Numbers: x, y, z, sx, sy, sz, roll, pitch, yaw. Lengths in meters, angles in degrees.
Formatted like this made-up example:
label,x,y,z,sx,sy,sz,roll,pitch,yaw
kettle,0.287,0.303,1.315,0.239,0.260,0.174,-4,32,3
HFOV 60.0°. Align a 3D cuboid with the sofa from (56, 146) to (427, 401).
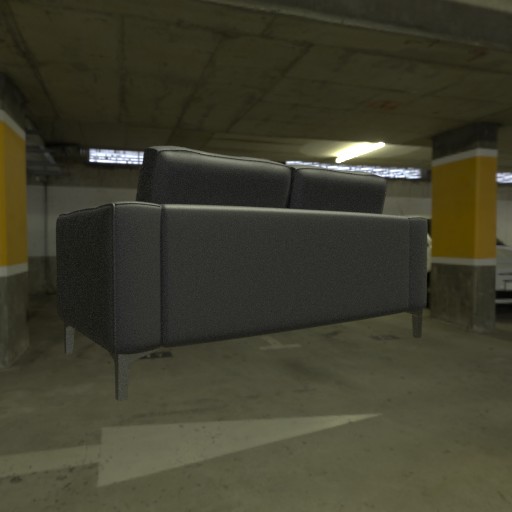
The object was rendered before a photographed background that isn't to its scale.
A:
label,x,y,z,sx,sy,sz,roll,pitch,yaw
sofa,0.000,0.000,2.214,1.726,0.892,0.833,-1,2,-35
